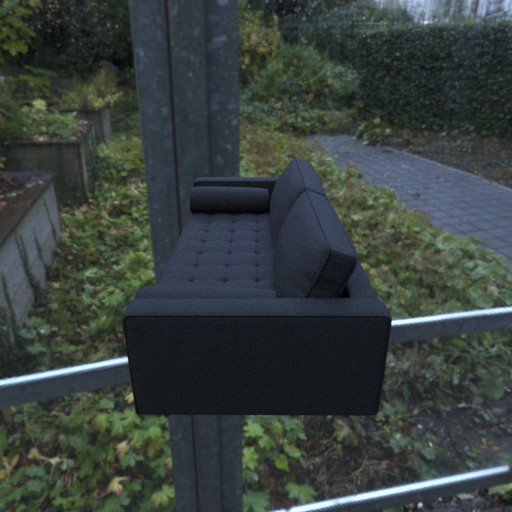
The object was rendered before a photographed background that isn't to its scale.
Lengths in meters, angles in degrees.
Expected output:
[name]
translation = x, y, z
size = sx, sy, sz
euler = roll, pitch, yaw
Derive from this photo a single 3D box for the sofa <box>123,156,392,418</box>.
[sofa]
translation = 0.000, 0.000, 2.369
size = 0.914, 0.759, 1.875
euler = 0, 24, 0
